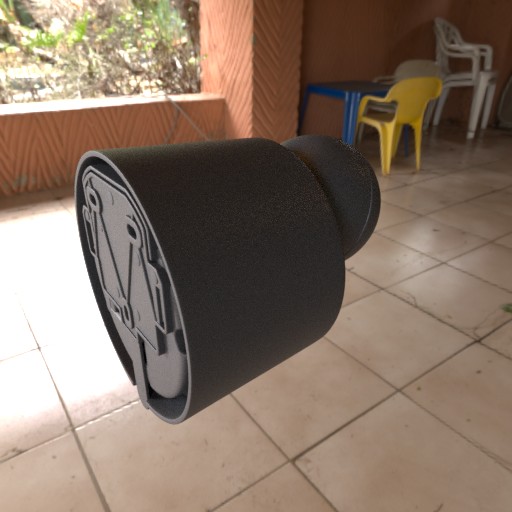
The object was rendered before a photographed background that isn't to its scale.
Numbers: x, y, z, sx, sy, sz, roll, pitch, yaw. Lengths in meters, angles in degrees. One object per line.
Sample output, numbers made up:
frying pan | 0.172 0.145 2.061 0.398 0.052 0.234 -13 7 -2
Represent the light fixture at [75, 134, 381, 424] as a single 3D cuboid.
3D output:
light fixture | 0.000 0.000 0.258 0.160 0.143 0.134 -18 32 -32
